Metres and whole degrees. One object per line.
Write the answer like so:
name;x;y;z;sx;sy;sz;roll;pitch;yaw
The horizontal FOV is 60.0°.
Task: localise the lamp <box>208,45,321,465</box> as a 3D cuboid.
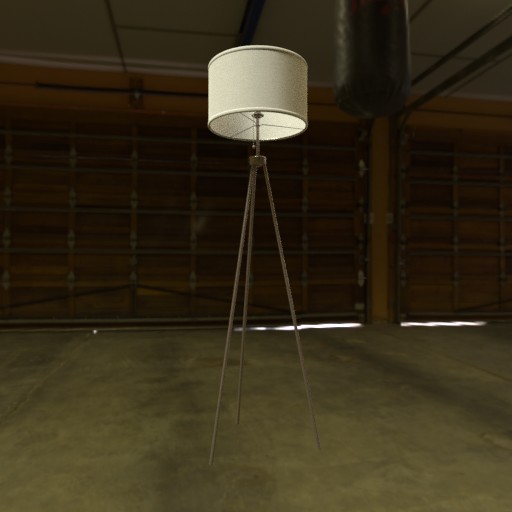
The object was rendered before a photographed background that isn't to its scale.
lamp;0.000;0.000;1.799;0.448;1.545;0.458;0;-1;36
